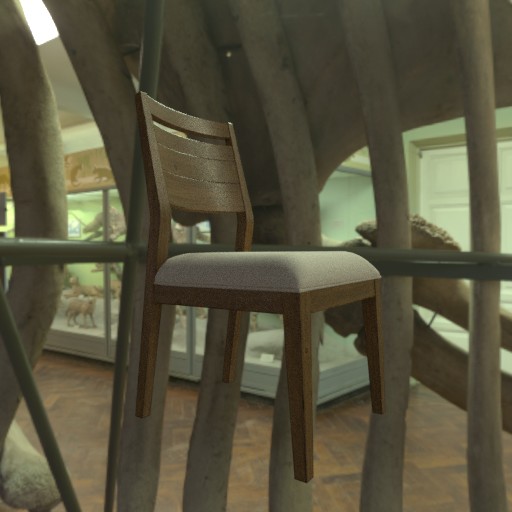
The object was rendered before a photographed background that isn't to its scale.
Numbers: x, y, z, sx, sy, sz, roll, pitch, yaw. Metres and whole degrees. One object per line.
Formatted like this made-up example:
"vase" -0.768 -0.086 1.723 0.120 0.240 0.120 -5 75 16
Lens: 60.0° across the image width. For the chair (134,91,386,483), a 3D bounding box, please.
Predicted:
"chair" 0.000 0.000 1.298 0.610 0.939 0.497 1 2 35
